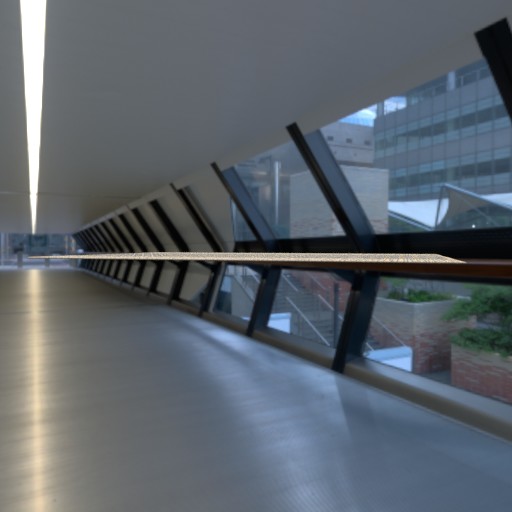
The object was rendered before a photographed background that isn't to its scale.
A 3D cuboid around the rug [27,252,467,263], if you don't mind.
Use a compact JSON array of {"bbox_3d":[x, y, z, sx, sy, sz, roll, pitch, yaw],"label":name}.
[{"bbox_3d":[0.000,0.000,3.062,2.448,0.008,1.541,1,2,18],"label":"rug"}]
